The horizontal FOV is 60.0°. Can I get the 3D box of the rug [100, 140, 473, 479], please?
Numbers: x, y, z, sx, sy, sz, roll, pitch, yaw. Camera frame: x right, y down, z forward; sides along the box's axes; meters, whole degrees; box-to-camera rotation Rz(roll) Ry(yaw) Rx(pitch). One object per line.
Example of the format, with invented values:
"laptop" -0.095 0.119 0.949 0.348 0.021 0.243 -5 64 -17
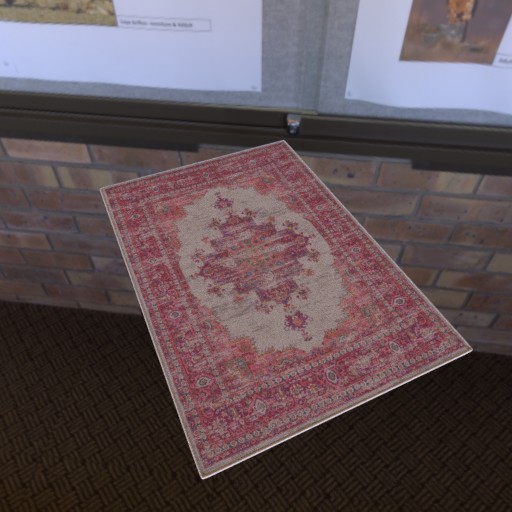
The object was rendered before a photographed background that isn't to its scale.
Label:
"rug" 0.000 0.000 3.677 2.005 0.014 2.878 -19 50 -16
